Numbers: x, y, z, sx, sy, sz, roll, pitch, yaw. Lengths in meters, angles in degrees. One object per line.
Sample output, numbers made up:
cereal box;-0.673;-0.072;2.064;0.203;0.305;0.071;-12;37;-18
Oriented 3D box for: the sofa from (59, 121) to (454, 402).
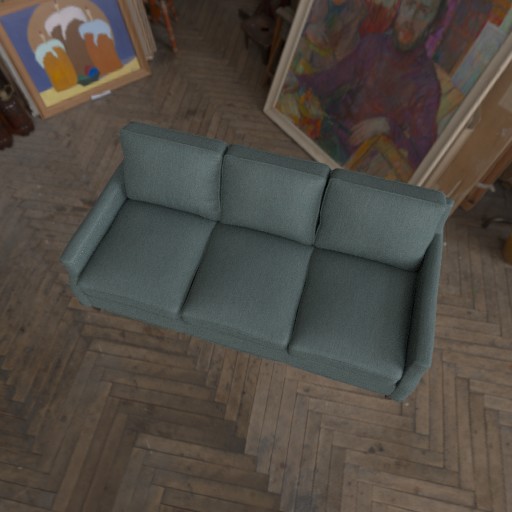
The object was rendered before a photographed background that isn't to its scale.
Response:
sofa;0.000;0.000;2.857;2.246;1.003;1.084;15;60;9
